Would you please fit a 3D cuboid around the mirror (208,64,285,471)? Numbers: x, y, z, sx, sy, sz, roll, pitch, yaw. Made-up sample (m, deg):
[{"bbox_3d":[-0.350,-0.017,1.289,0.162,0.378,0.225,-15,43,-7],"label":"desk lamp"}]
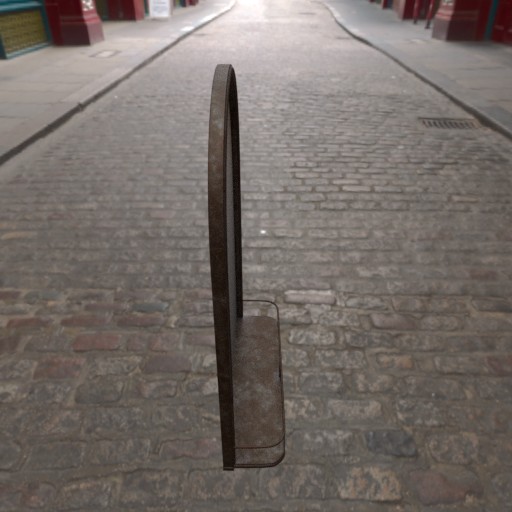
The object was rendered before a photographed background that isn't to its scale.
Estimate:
[{"bbox_3d":[0.000,0.000,0.966,0.137,0.770,0.510,0,32,0],"label":"mirror"}]
